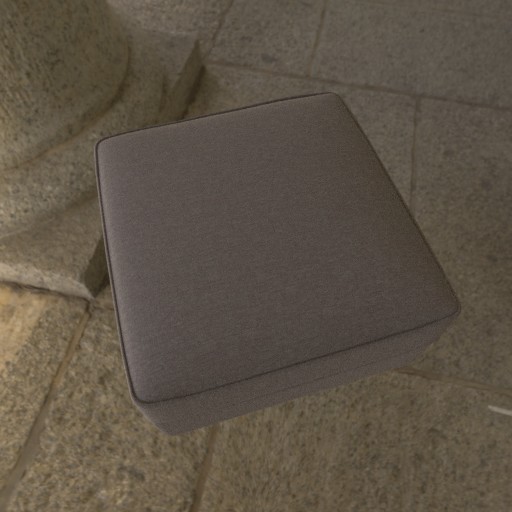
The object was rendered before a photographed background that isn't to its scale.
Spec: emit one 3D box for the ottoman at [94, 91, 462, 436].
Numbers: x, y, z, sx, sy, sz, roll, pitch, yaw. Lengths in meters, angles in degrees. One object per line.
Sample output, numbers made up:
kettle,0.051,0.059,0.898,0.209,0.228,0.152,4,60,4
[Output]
ottoman,0.000,0.000,1.381,0.808,0.612,0.871,-14,60,-8
